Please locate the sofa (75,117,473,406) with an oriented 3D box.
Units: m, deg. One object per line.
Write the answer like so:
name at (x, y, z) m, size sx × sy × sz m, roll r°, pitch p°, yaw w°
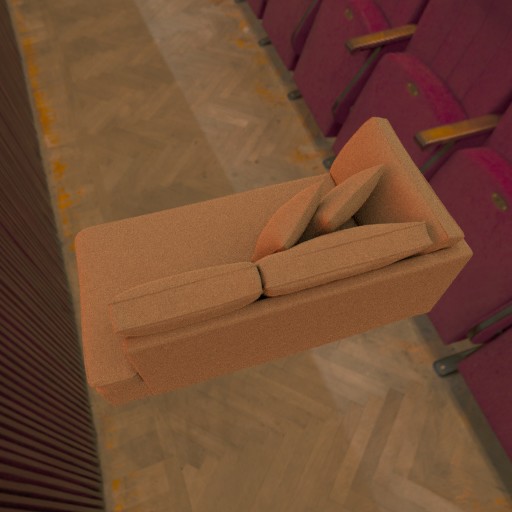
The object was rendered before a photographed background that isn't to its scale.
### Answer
sofa at (0.000, 0.000, 2.835) m, size 2.237 × 1.033 × 1.110 m, roll -15°, pitch 59°, yaw -9°
